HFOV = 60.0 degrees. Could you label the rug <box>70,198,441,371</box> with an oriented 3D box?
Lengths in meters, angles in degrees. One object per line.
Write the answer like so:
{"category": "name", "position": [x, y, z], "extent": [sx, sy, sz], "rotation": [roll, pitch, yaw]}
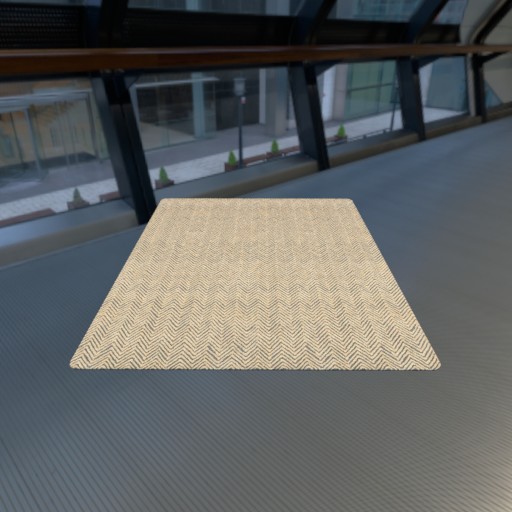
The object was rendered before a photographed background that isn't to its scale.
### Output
{"category": "rug", "position": [0.000, 0.000, 4.286], "extent": [2.439, 0.014, 3.207], "rotation": [0, 27, 0]}
